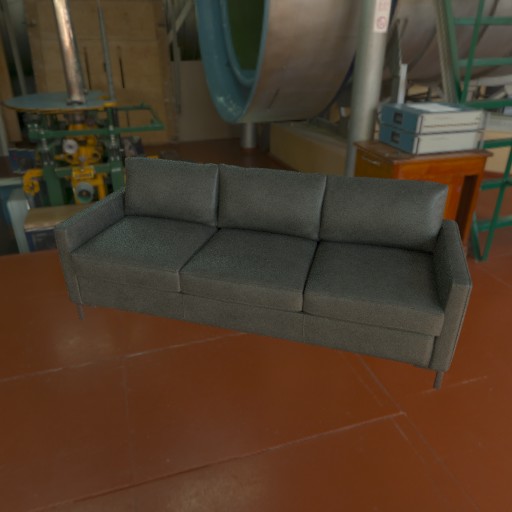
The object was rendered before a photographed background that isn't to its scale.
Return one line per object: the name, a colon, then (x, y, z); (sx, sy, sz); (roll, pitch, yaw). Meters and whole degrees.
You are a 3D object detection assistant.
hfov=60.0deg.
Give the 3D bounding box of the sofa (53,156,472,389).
sofa: (0.000, 0.000, 2.372); (2.029, 0.805, 0.748); (8, 29, 15)
